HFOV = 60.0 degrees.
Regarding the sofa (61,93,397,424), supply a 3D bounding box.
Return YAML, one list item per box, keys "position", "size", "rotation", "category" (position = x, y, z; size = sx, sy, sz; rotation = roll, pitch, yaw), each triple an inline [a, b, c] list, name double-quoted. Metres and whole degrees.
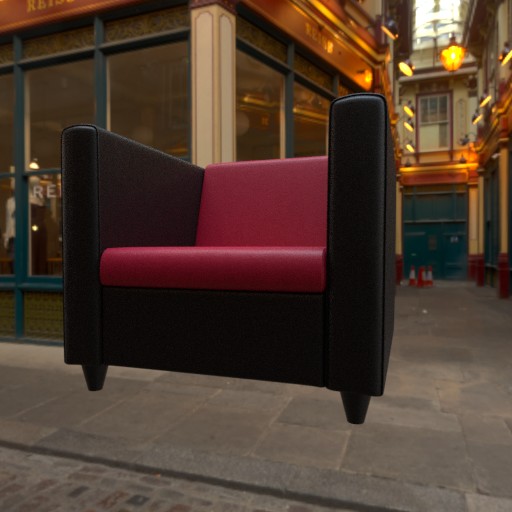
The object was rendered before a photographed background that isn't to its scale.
- position: [0.000, 0.000, 1.419]
  size: [0.839, 0.724, 0.809]
  rotation: [0, 1, 19]
  category: "sofa"
